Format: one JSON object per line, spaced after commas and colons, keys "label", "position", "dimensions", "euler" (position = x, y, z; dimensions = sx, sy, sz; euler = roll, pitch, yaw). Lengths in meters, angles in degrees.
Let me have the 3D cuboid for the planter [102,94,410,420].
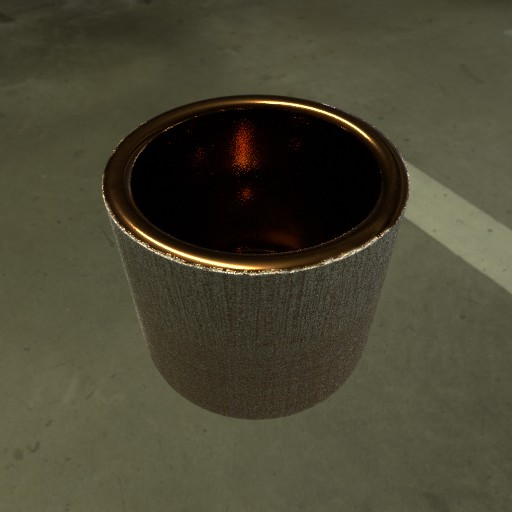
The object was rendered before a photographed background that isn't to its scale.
{"label": "planter", "position": [0.000, 0.000, 0.312], "dimensions": [0.177, 0.157, 0.177], "euler": [0, 45, 0]}
